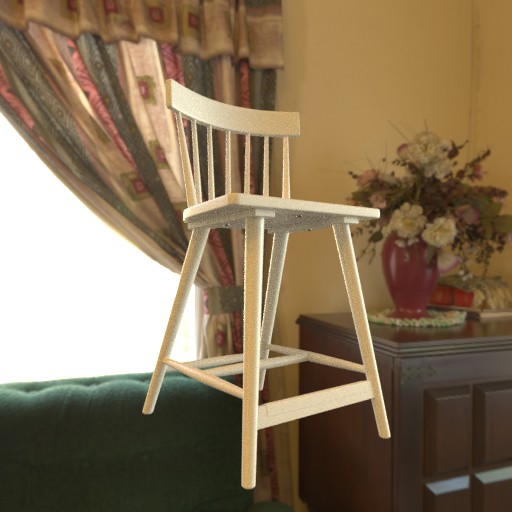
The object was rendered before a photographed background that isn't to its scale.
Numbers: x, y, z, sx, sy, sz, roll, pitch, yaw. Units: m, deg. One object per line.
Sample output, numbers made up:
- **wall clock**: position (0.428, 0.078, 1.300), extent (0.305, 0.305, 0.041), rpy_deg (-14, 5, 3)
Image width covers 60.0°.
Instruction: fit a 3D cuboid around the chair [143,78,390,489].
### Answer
- **chair**: position (0.000, 0.000, 1.256), extent (0.483, 0.952, 0.572), rpy_deg (1, -1, -36)
